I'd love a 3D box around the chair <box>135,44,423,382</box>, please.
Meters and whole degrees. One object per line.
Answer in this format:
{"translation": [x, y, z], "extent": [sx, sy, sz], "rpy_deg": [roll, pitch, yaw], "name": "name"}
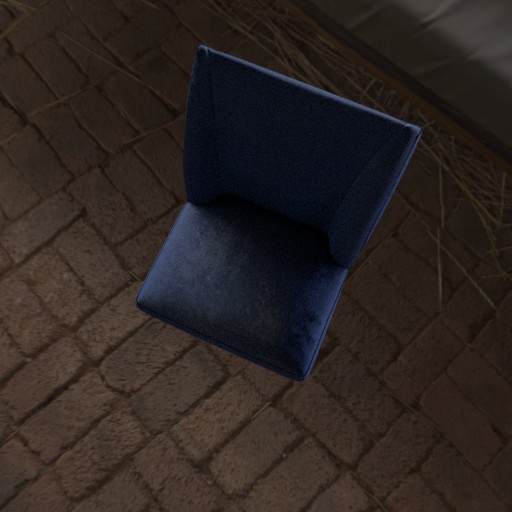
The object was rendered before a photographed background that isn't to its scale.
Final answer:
{"translation": [0.000, 0.000, 1.206], "extent": [0.508, 0.863, 0.522], "rpy_deg": [23, 76, 6], "name": "chair"}
